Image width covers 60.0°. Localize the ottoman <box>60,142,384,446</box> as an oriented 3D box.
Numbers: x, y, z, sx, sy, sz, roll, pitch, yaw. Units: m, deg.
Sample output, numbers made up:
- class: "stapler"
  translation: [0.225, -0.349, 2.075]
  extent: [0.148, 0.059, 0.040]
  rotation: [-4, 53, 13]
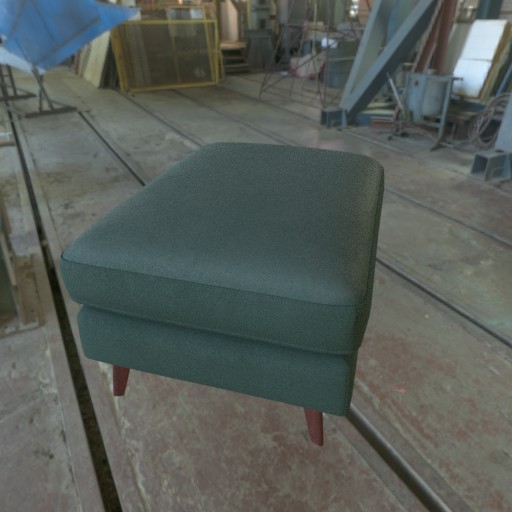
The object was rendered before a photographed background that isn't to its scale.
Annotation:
- class: "ottoman"
  translation: [0.000, 0.000, 1.177]
  extent: [0.608, 0.449, 0.811]
  rotation: [8, 31, 14]
